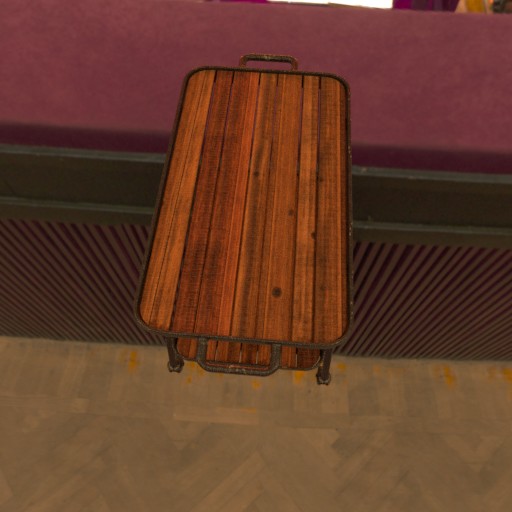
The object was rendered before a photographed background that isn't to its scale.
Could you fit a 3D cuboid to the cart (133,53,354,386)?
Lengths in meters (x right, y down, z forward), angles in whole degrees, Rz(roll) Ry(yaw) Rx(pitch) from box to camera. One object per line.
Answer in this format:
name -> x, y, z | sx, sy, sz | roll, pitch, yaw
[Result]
cart -> 0.000, 0.000, 1.257 | 0.515, 0.700, 0.806 | 4, 63, 2
